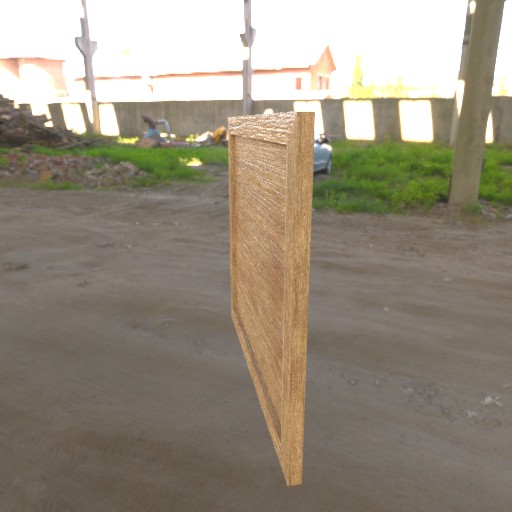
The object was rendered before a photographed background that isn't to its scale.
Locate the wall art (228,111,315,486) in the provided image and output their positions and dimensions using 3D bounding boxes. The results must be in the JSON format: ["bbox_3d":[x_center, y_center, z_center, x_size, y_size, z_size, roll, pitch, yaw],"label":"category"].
[{"bbox_3d":[0.000,0.000,0.973,0.026,0.588,0.690,-3,17,-10],"label":"wall art"}]
